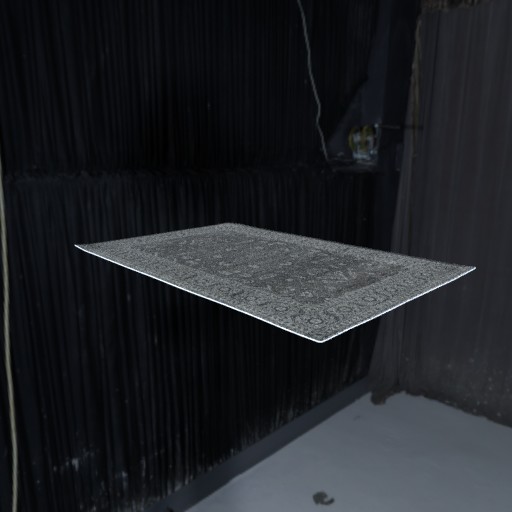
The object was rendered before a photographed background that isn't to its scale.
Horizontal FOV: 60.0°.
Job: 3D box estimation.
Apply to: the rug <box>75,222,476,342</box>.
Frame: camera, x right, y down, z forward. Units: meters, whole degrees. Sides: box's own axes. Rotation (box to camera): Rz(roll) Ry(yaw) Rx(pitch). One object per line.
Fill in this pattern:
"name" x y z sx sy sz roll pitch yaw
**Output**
"rug" 0.000 0.000 2.375 1.209 0.019 1.828 -13 19 -42
